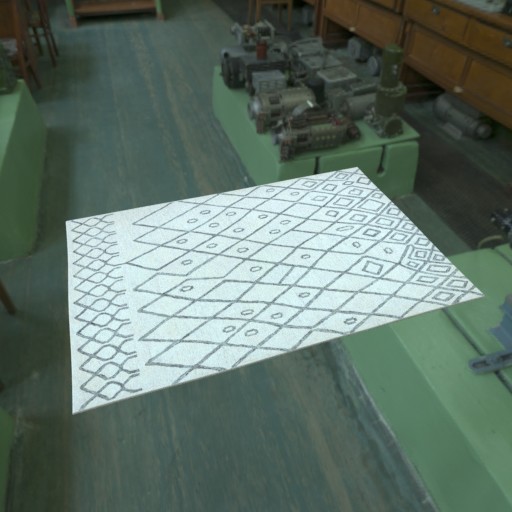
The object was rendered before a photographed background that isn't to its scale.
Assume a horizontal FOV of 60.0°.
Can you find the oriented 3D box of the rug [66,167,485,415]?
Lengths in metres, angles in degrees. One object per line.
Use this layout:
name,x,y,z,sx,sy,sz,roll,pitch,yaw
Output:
rug,0.000,0.000,2.263,1.828,0.015,1.222,-13,43,-14
